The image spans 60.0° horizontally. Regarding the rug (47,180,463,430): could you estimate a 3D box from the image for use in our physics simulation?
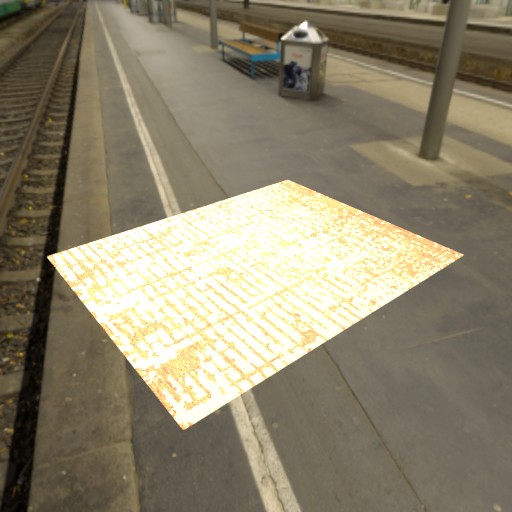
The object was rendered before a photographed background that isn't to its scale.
[{"bbox_3d":[0.000,0.000,4.150,3.050,0.011,2.441,-23,38,-33],"label":"rug"}]
